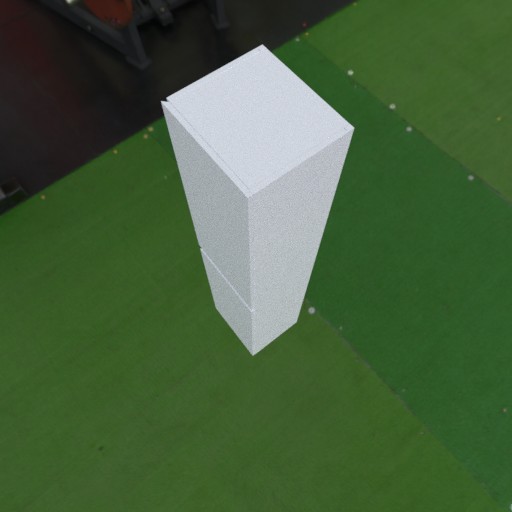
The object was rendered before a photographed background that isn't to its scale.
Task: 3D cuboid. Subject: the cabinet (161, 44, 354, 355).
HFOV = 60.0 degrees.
[{"bbox_3d":[0.000,0.000,1.546,0.270,1.400,0.300,-35,70,-15],"label":"cabinet"}]
